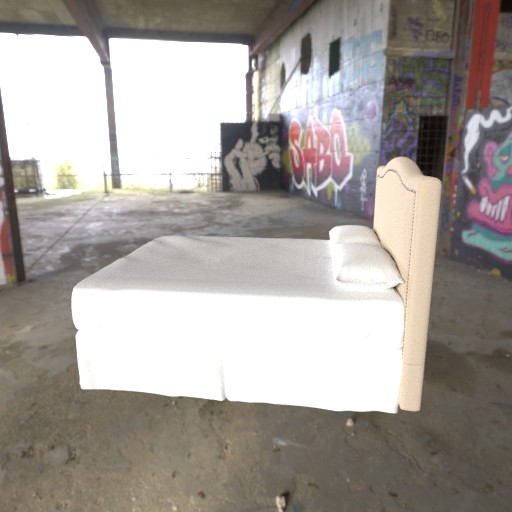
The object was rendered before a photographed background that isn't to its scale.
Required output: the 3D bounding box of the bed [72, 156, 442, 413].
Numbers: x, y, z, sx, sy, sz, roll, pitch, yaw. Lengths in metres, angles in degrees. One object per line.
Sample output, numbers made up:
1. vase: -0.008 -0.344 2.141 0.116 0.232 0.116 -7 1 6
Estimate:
1. bed: 0.000 0.000 3.330 2.143 1.460 1.753 2 14 8
